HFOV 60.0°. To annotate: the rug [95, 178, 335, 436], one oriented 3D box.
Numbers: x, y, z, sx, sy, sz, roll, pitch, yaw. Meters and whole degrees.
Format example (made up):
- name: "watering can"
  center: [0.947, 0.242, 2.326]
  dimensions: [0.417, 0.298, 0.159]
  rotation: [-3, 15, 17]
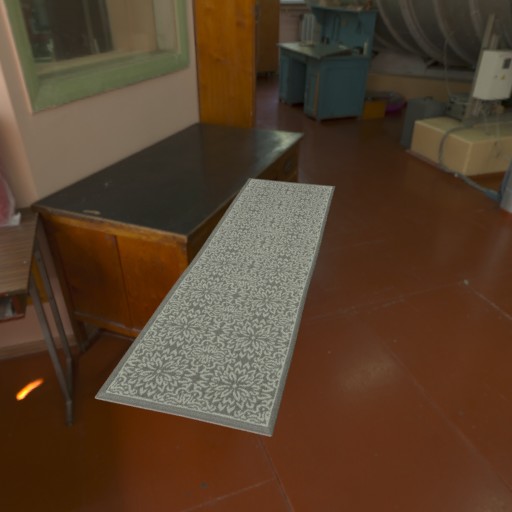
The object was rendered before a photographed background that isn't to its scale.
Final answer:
- name: "rug"
  center: [0.000, 0.000, 2.450]
  dimensions: [0.662, 0.011, 2.196]
  rotation: [8, 32, 12]
